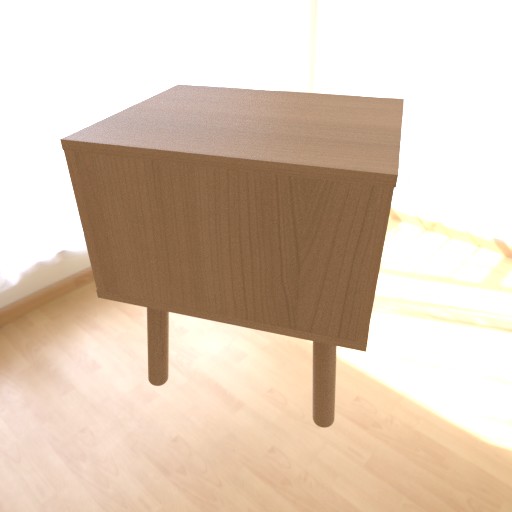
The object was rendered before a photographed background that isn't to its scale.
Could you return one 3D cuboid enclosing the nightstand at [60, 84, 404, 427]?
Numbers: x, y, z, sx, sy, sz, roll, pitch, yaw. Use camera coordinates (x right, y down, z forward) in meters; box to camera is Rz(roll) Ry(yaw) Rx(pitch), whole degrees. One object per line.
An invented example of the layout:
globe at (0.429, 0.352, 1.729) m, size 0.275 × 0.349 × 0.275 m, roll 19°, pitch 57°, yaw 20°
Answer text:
nightstand at (0.000, 0.000, 0.851) m, size 0.450 × 0.530 × 0.380 m, roll 9°, pitch 34°, yaw 14°
